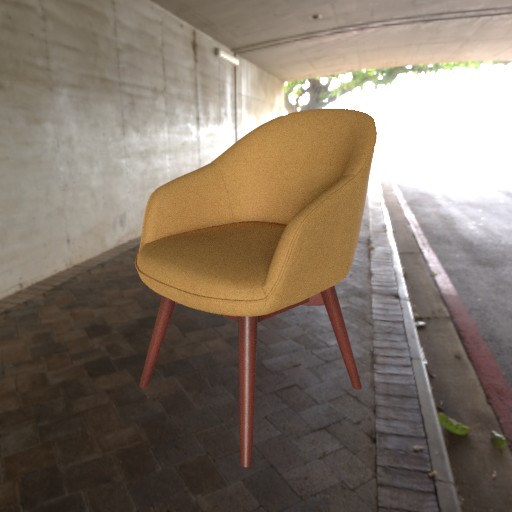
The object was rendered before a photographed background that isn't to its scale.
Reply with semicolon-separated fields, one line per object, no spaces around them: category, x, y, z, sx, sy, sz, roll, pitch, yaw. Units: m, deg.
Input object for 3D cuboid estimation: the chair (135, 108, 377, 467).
chair;0.000;0.000;1.269;0.635;0.823;0.596;-15;21;-42
